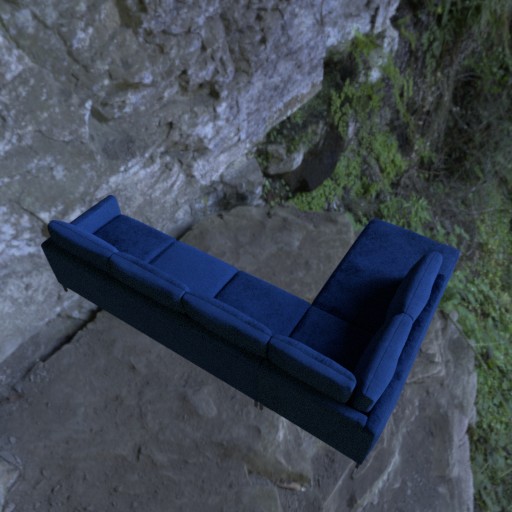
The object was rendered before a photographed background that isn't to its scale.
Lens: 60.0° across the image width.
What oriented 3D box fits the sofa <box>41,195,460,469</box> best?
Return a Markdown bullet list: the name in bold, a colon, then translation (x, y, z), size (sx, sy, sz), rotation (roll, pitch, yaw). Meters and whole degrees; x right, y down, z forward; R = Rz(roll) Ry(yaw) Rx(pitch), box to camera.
- **sofa**: translation (0.000, 0.000, 3.780), size (2.949, 0.815, 2.007), rotation (25, 51, 22)
